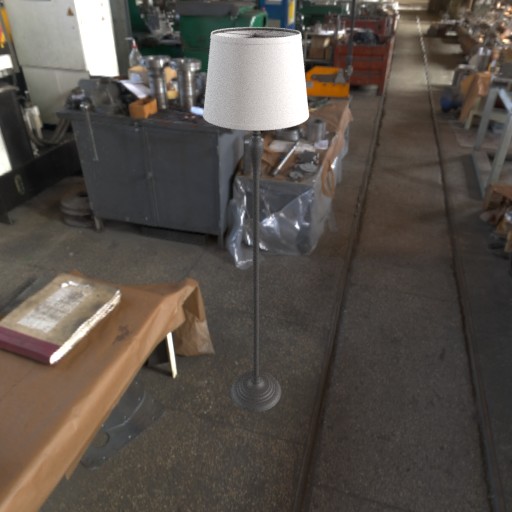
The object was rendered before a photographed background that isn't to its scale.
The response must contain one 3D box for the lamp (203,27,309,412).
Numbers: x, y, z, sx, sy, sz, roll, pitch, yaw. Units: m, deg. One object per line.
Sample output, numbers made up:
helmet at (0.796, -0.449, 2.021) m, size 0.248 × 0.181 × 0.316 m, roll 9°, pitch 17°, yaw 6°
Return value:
lamp at (0.000, 0.000, 1.661) m, size 0.327 × 1.506 × 0.327 m, roll -10°, pitch 34°, yaw -14°
